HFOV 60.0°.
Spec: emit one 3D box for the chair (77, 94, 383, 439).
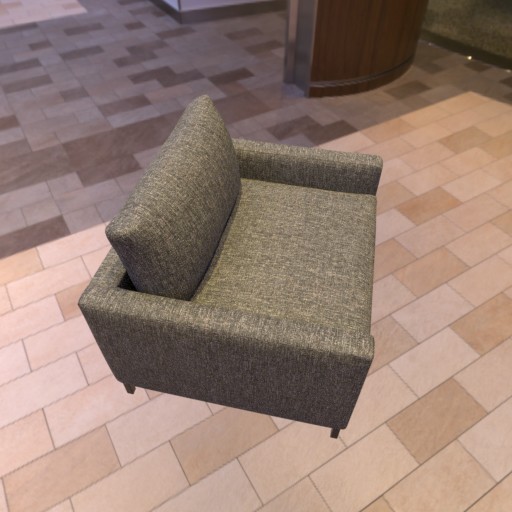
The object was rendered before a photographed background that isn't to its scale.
[{"bbox_3d":[0.000,0.000,1.655,0.866,0.861,0.963,9,48,8],"label":"chair"}]
